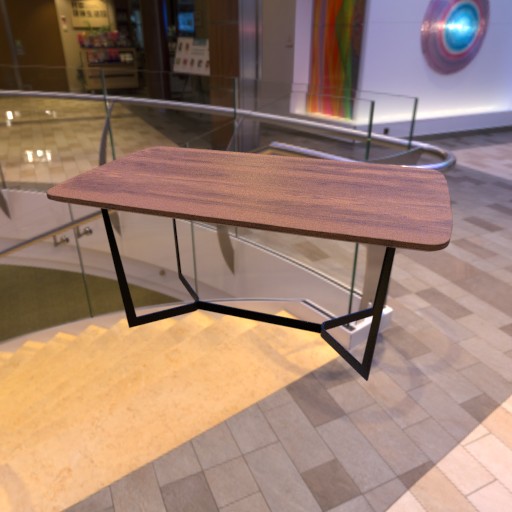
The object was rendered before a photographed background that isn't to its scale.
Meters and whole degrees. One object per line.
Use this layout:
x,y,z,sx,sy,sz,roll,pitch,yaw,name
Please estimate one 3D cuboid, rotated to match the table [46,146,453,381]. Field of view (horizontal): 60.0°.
0.000,0.000,2.181,1.643,0.765,0.949,9,28,17,table
